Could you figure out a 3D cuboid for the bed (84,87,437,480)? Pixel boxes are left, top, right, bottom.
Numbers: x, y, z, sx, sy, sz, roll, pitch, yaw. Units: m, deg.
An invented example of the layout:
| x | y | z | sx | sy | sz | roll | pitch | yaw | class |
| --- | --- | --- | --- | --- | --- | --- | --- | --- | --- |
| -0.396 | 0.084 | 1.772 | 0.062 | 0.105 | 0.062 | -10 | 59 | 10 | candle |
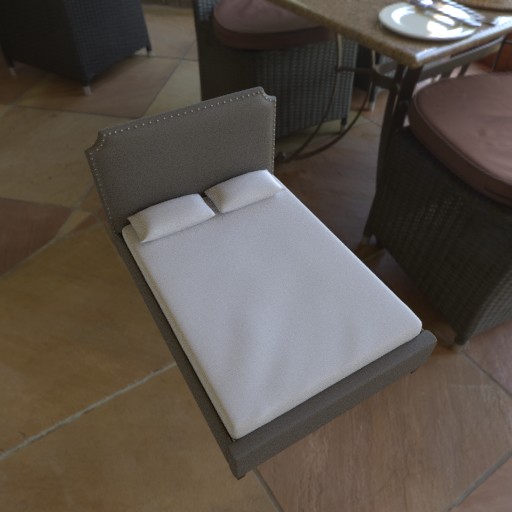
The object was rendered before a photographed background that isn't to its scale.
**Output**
| x | y | z | sx | sy | sz | roll | pitch | yaw | class |
| --- | --- | --- | --- | --- | --- | --- | --- | --- | --- |
| 0.000 | 0.000 | 3.427 | 1.712 | 1.443 | 2.372 | -23 | 51 | -20 | bed |
